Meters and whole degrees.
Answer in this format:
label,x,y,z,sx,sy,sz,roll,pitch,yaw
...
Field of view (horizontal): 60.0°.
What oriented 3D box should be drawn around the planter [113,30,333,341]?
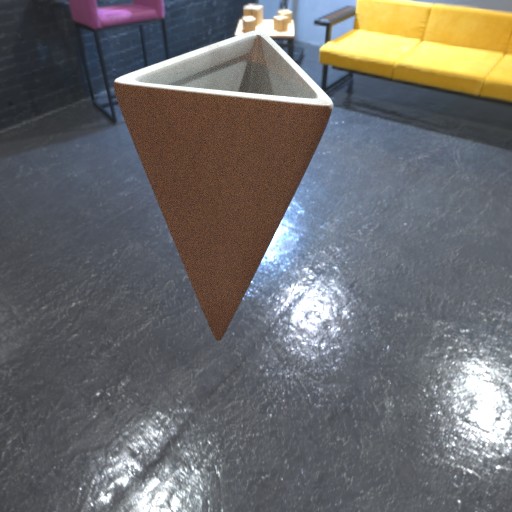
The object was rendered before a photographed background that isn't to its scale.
label,x,y,z,sx,sy,sz,roll,pitch,yaw
planter,0.000,0.000,0.157,0.047,0.130,0.058,27,48,28
